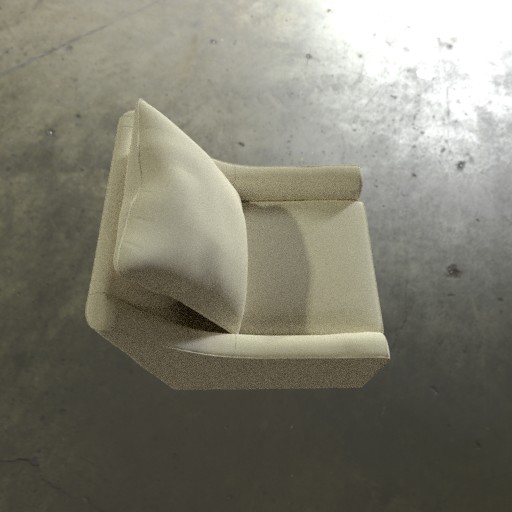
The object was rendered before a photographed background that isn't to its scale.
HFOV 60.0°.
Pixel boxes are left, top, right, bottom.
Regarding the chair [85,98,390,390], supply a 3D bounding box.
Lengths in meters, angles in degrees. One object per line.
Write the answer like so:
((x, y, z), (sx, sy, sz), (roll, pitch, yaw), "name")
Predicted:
((0.000, 0.000, 1.575), (0.876, 0.965, 0.756), (-1, 63, 0), "chair")
